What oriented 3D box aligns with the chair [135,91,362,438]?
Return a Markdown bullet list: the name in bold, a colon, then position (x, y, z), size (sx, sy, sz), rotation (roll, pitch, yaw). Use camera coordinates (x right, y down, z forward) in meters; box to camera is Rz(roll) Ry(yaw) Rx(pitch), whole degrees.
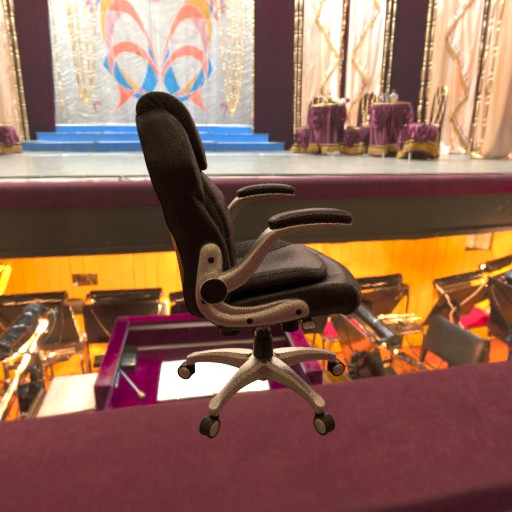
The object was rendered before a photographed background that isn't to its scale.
- **chair**: position (0.000, 0.000, 1.681), size (0.801, 1.141, 0.724), rotation (-3, 16, -11)
